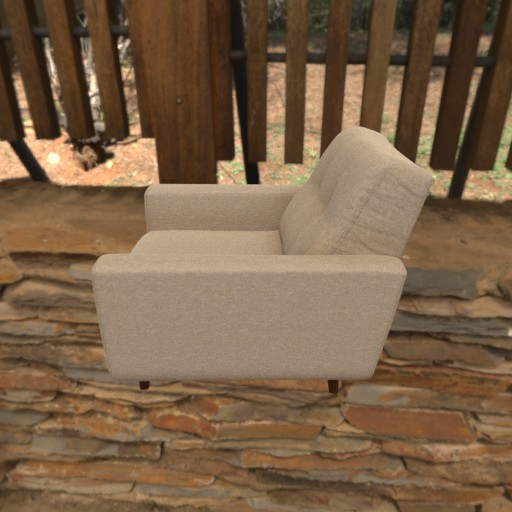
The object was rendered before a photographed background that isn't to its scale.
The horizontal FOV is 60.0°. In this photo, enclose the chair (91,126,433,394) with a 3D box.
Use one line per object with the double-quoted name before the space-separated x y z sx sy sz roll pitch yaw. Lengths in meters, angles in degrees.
"chair" 0.000 0.000 1.874 1.128 0.965 0.897 0 27 0
